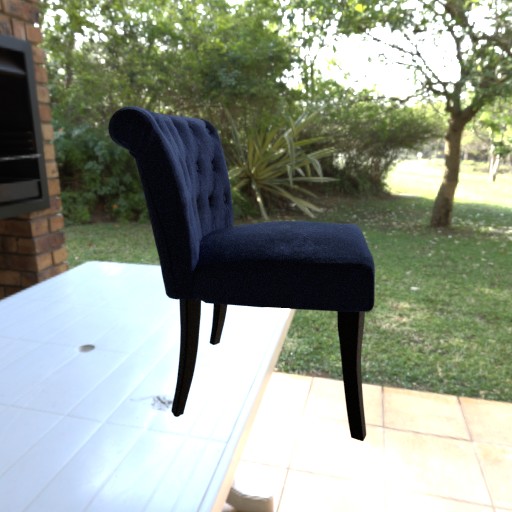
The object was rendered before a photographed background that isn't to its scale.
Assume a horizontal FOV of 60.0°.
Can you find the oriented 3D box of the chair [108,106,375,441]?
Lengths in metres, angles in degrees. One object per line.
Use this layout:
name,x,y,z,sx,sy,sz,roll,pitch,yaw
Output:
chair,0.000,0.000,1.223,0.606,0.753,0.585,2,15,8
